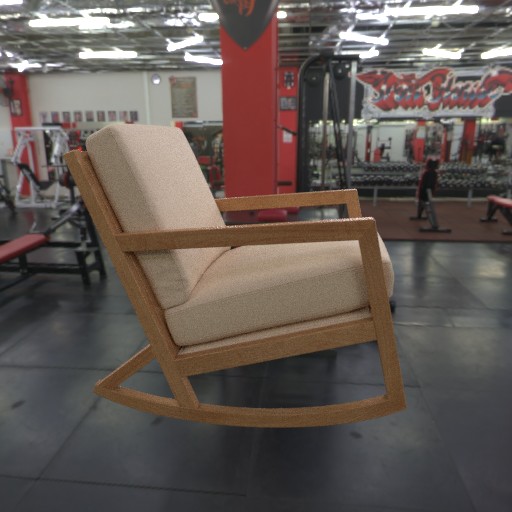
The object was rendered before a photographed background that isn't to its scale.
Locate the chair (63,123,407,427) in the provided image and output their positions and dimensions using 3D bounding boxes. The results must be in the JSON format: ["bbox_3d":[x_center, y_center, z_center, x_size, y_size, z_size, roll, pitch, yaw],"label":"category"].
[{"bbox_3d":[0.000,0.000,1.392,0.857,0.790,0.622,2,15,8],"label":"chair"}]
